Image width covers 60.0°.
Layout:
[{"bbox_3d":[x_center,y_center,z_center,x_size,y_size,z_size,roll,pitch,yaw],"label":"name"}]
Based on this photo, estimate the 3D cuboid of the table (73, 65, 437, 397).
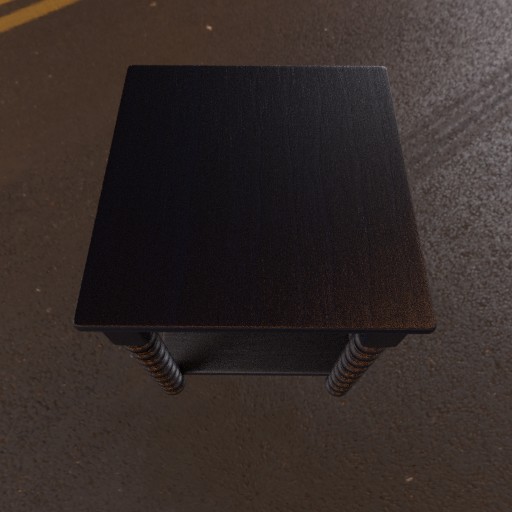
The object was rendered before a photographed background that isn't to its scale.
[{"bbox_3d":[0.000,0.000,0.976,0.500,0.567,0.533,0,62,0],"label":"table"}]
